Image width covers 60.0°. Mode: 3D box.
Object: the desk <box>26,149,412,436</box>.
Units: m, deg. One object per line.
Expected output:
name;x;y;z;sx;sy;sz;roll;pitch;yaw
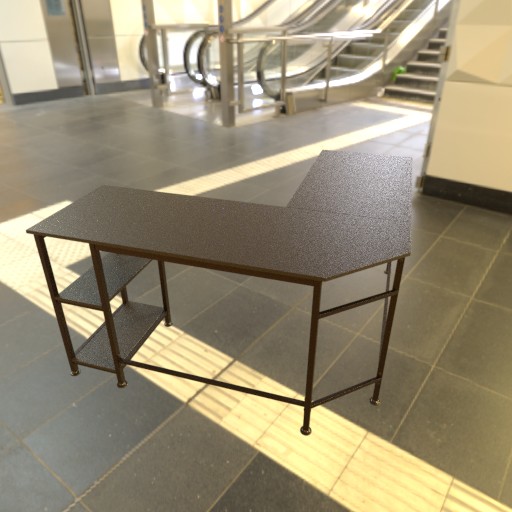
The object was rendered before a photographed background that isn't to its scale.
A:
desk;0.000;0.000;2.236;1.379;0.739;1.379;9;31;15
